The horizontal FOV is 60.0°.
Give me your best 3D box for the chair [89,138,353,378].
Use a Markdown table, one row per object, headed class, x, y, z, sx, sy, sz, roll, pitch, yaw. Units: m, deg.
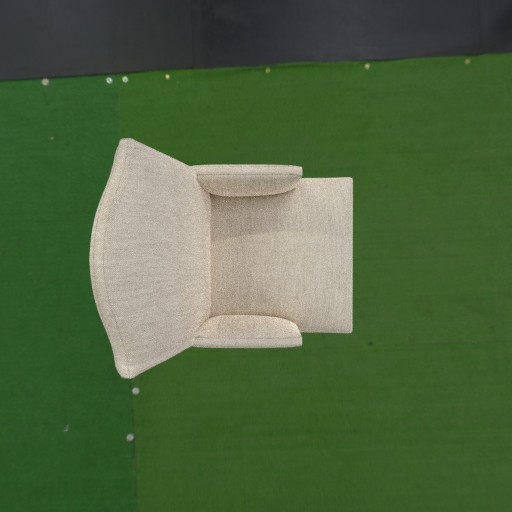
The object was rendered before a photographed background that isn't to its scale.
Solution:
| class | x | y | z | sx | sy | sz | roll | pitch | yaw |
| --- | --- | --- | --- | --- | --- | --- | --- | --- | --- |
| chair | 0.000 | 0.000 | 1.360 | 0.641 | 1.016 | 0.533 | 0 | 91 | 1 |
